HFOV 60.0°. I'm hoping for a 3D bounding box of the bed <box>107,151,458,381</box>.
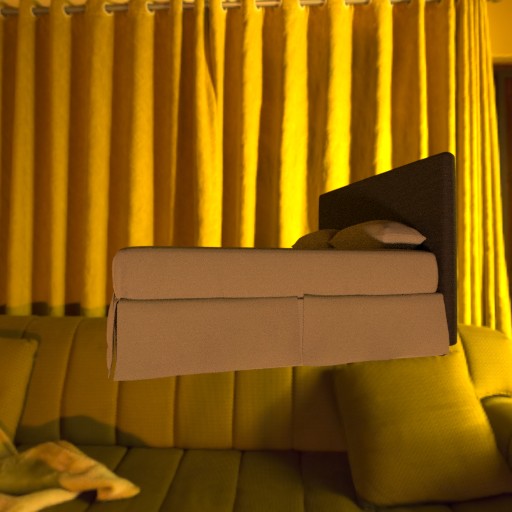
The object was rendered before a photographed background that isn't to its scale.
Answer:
[{"bbox_3d":[0.000,0.000,3.360,2.142,1.330,1.884,0,-2,-18],"label":"bed"}]
